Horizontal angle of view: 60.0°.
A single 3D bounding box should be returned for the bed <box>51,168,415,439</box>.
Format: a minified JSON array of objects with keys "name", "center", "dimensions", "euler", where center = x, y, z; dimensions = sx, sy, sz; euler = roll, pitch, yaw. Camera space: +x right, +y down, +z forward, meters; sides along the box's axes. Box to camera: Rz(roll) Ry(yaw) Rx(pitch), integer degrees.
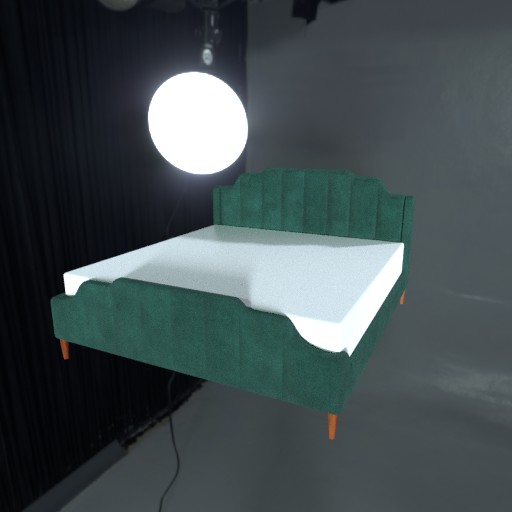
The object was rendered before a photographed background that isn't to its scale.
[{"name":"bed","center":[0.000,0.000,3.561],"dimensions":[2.074,1.245,2.340],"euler":[7,17,25]}]
